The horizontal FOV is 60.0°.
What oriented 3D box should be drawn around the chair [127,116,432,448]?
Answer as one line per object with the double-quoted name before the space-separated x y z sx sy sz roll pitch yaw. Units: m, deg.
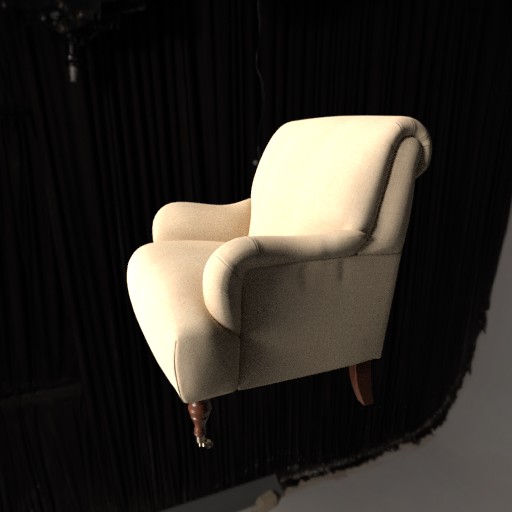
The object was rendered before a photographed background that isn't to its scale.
"chair" 0.000 0.000 1.557 0.842 0.944 0.766 -7 17 -23
